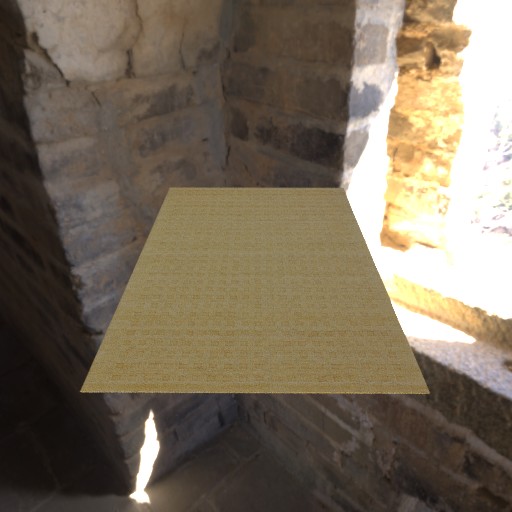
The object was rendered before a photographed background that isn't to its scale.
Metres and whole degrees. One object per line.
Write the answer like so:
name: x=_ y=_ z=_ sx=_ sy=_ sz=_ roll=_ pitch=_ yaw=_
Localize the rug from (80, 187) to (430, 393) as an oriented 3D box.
rug: x=0.000 y=0.000 z=2.908 sx=1.524 sy=0.006 sz=2.286 roll=0 pitch=31 yaw=0
